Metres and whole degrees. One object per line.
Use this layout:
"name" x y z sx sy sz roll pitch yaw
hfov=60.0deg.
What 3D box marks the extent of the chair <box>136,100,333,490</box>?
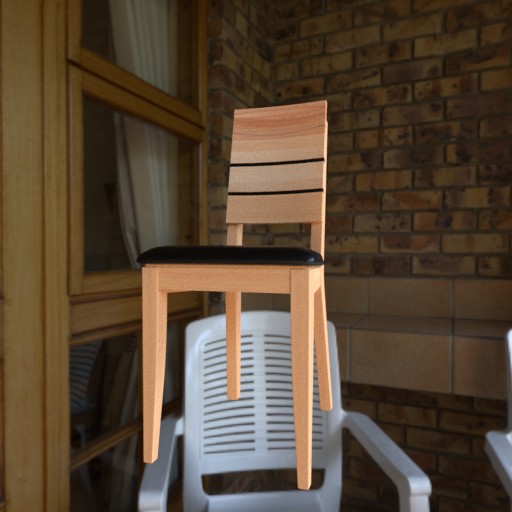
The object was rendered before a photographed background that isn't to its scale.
"chair" 0.000 0.000 1.180 0.410 0.940 0.520 0 1 18
